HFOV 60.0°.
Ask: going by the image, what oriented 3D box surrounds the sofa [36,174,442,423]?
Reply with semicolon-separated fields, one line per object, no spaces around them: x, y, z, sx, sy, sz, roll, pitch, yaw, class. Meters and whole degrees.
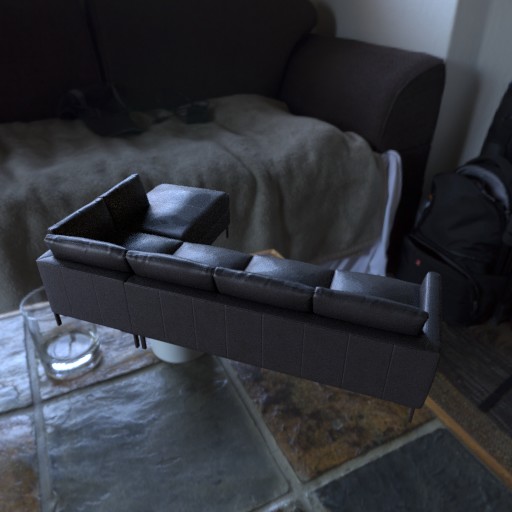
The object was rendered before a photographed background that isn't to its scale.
0.000;0.000;3.857;2.984;0.877;1.938;11;34;16;sofa
